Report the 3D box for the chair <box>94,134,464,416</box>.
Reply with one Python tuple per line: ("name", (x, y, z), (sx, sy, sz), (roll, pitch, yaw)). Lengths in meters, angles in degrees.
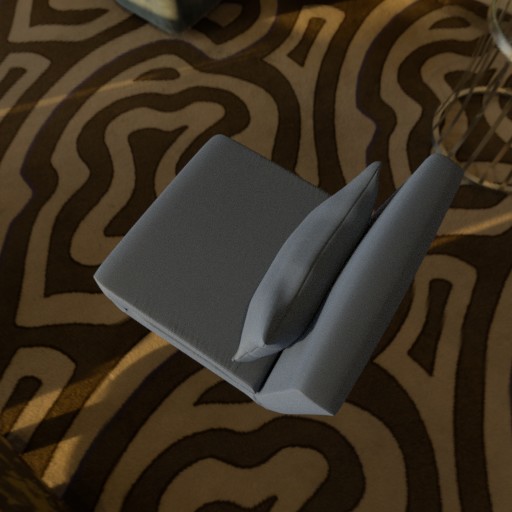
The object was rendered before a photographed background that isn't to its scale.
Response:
("chair", (0.000, 0.000, 1.516), (0.900, 0.808, 0.770), (30, 69, 13))
